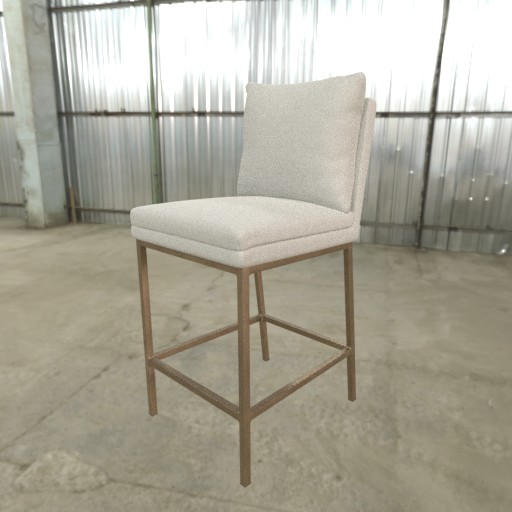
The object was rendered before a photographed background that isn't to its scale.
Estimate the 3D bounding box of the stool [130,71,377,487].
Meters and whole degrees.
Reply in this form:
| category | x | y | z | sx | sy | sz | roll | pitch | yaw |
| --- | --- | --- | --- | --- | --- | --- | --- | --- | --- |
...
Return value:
| category | x | y | z | sx | sy | sz | roll | pitch | yaw |
| --- | --- | --- | --- | --- | --- | --- | --- | --- | --- |
| stool | 0.000 | 0.000 | 1.326 | 0.463 | 1.032 | 0.572 | 14 | 21 | 42 |
